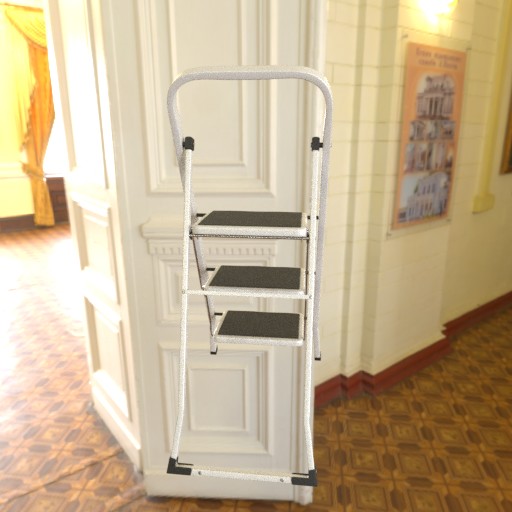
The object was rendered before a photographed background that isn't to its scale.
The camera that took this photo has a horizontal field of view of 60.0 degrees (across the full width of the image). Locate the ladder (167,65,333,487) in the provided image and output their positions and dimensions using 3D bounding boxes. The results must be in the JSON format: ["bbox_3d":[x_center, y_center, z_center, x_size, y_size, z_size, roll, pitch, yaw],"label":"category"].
[{"bbox_3d":[0.000,0.000,1.375,0.460,1.050,0.711,2,16,6],"label":"ladder"}]
